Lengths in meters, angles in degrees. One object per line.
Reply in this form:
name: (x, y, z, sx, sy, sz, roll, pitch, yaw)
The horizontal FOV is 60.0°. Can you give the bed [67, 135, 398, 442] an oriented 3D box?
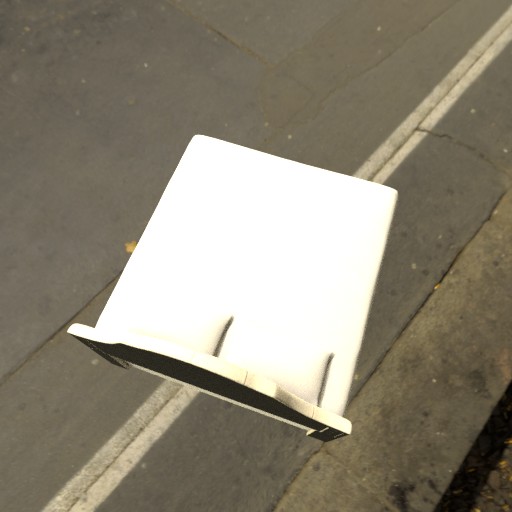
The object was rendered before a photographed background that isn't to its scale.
bed: (0.000, 0.000, 3.431, 2.012, 1.555, 2.086, 17, 66, 8)
